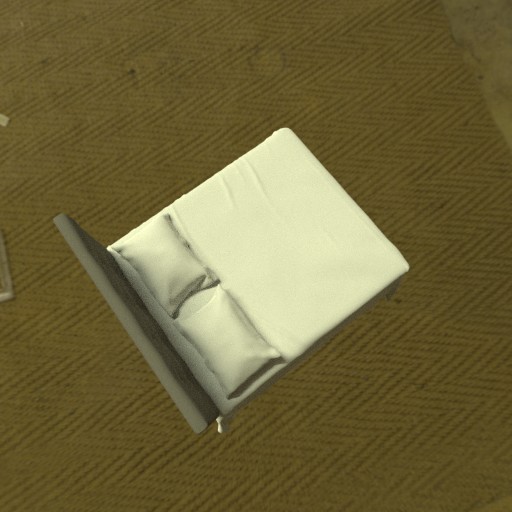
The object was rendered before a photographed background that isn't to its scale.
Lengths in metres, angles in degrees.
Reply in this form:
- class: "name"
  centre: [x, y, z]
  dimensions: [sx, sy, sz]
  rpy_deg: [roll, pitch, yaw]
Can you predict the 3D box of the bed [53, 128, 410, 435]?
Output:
- class: "bed"
  centre: [0.000, 0.000, 3.570]
  dimensions: [2.222, 1.577, 1.936]
  rpy_deg: [-36, 77, -9]
